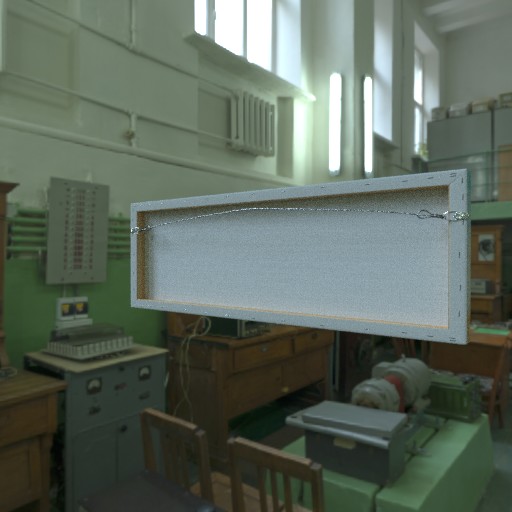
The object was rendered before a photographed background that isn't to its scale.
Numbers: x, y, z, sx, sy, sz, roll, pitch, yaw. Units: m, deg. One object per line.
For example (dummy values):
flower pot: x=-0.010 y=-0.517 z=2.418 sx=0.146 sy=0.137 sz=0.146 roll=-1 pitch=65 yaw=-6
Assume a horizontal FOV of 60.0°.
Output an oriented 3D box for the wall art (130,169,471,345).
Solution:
wall art: x=0.000 y=0.000 z=0.860 sx=0.759 sy=0.254 sz=0.044 roll=0 pitch=0 yaw=36
